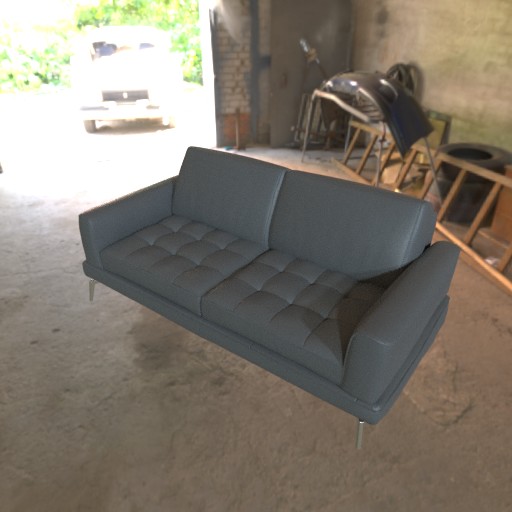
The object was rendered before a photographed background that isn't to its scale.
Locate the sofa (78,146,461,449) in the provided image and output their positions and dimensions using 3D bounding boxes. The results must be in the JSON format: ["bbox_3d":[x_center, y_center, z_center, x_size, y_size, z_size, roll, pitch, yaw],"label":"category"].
[{"bbox_3d":[0.000,0.000,2.739,2.177,0.930,1.121,20,36,31],"label":"sofa"}]
